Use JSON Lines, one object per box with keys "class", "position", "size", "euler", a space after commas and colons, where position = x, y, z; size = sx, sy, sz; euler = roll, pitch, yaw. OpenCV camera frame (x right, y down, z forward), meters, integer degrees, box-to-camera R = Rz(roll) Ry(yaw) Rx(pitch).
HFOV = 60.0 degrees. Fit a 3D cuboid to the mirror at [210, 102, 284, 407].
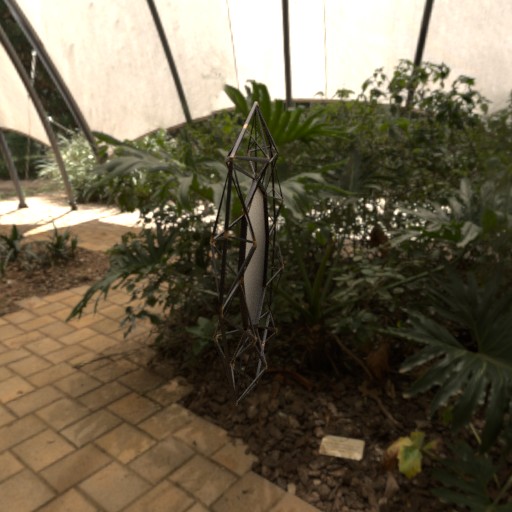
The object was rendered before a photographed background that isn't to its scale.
{"class": "mirror", "position": [0.000, 0.000, 1.079], "size": [0.094, 0.710, 0.710], "euler": [3, 16, 10]}
